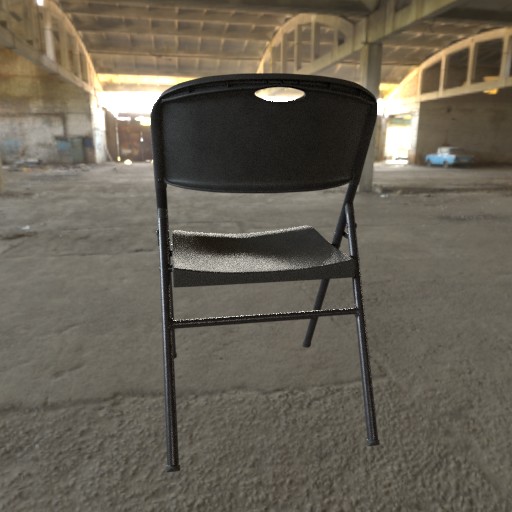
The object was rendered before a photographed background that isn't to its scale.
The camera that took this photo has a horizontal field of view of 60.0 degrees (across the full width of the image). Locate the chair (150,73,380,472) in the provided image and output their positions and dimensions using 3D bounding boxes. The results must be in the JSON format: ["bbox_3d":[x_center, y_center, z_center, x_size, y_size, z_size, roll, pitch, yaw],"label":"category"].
[{"bbox_3d":[0.000,0.000,1.151,0.494,0.810,0.567,-3,14,-10],"label":"chair"}]
